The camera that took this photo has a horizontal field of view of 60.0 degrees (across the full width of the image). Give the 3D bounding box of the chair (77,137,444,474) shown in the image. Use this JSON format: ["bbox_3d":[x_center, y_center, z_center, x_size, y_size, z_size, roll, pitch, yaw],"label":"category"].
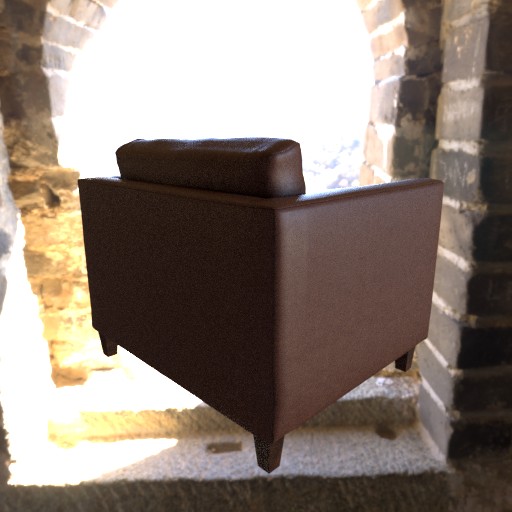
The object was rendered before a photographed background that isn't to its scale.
[{"bbox_3d":[0.000,0.000,1.764,0.959,0.917,1.107,-14,21,-43],"label":"chair"}]
